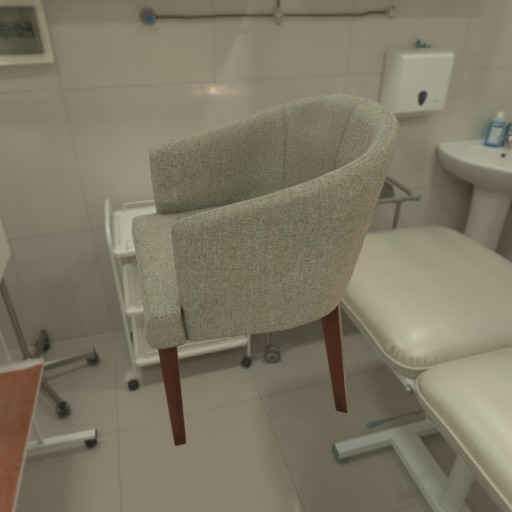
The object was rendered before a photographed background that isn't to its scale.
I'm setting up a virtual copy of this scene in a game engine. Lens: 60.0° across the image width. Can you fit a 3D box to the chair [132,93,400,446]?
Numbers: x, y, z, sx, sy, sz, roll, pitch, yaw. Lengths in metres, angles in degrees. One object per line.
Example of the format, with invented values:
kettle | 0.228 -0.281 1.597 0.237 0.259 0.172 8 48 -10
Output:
chair | 0.000 0.000 1.249 0.655 0.811 0.583 -9 32 -14
